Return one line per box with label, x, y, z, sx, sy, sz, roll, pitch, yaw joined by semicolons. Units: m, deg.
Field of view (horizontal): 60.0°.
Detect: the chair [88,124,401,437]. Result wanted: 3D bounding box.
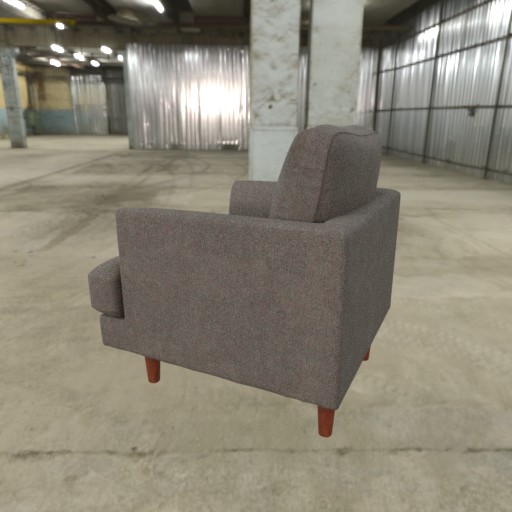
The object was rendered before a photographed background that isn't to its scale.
chair;0.000;0.000;1.677;0.899;0.957;0.858;8;19;25
